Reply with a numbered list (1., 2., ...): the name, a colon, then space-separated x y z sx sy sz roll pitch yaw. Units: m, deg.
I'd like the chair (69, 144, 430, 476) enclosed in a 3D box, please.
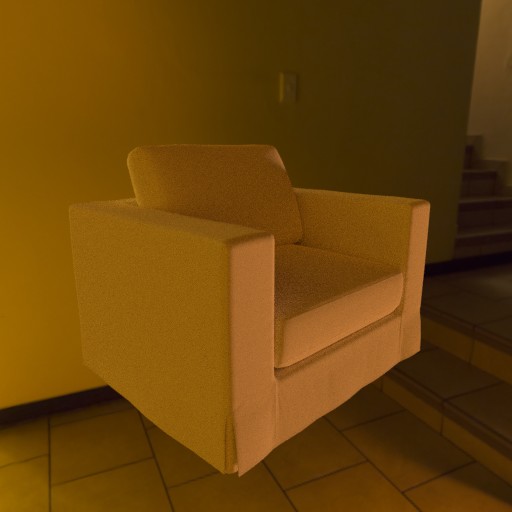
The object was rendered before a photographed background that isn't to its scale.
1. chair: 0.000 0.000 1.799 1.150 0.878 0.957 -14 20 -43
